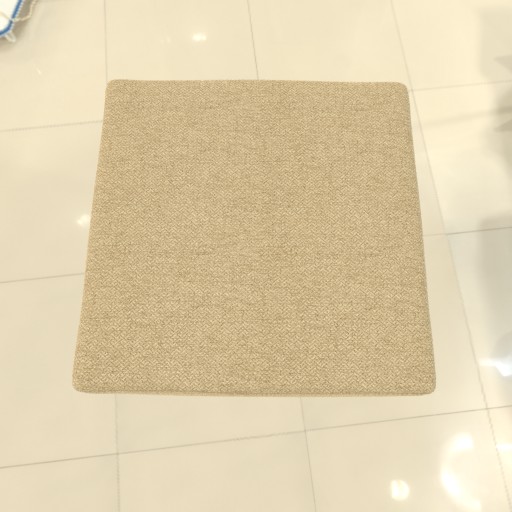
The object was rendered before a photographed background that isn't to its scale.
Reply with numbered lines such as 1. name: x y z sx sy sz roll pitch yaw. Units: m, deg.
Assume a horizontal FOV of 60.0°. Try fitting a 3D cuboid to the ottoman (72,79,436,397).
1. ottoman: 0.000 0.000 0.852 0.508 0.432 0.508 1 75 0
